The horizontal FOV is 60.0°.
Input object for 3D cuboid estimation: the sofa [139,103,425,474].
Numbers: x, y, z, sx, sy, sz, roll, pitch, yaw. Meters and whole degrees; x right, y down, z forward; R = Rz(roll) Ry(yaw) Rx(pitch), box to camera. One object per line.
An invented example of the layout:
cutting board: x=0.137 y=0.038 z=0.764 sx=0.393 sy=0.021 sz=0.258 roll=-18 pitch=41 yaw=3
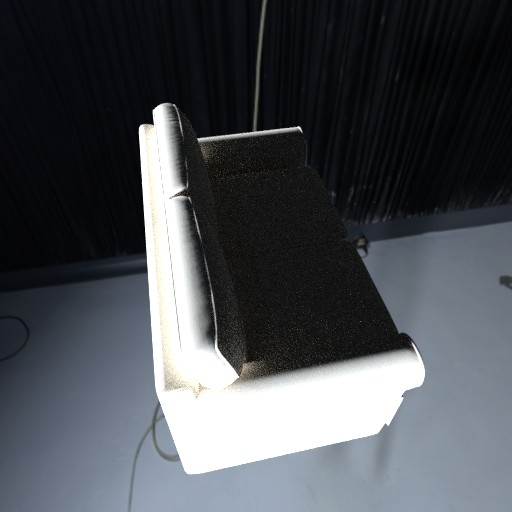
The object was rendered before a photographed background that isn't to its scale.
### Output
sofa: x=0.000 y=0.000 z=2.238 sx=0.991 sy=0.940 sz=1.727 roll=-9 pitch=48 yaw=-8
